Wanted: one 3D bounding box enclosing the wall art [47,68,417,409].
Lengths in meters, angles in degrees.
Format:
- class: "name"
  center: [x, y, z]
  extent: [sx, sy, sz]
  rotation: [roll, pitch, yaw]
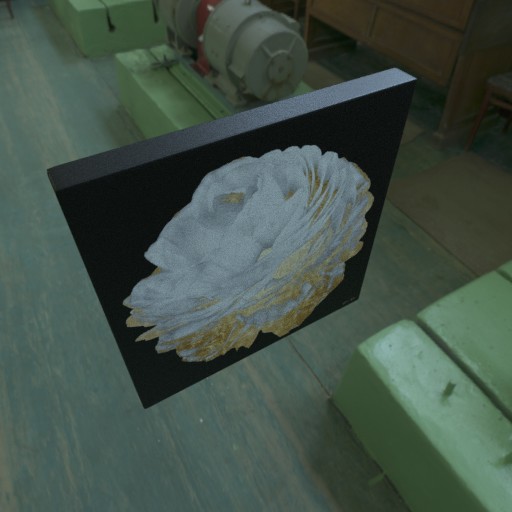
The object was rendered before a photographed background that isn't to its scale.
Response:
- class: "wall art"
  center: [0.000, 0.000, 0.592]
  extent: [0.406, 0.407, 0.041]
  rotation: [-23, 50, -21]
